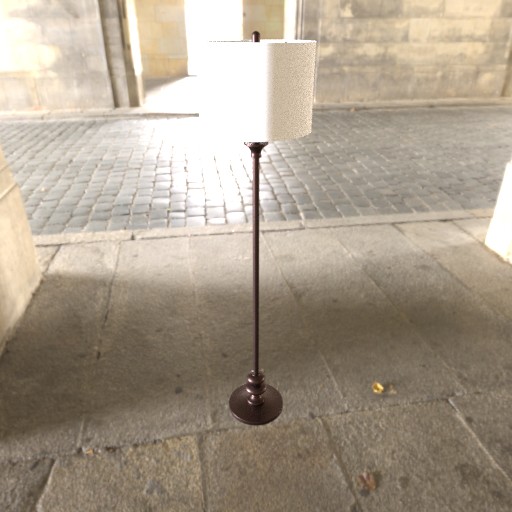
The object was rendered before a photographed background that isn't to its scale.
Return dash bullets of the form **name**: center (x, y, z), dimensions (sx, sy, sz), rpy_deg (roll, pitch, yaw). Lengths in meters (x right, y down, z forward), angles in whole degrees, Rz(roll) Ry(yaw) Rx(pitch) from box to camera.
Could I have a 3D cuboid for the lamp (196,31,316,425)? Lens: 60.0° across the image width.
- **lamp**: center (0.000, 0.000, 1.642), dimensions (0.356, 1.487, 0.356), rpy_deg (17, 32, 30)
